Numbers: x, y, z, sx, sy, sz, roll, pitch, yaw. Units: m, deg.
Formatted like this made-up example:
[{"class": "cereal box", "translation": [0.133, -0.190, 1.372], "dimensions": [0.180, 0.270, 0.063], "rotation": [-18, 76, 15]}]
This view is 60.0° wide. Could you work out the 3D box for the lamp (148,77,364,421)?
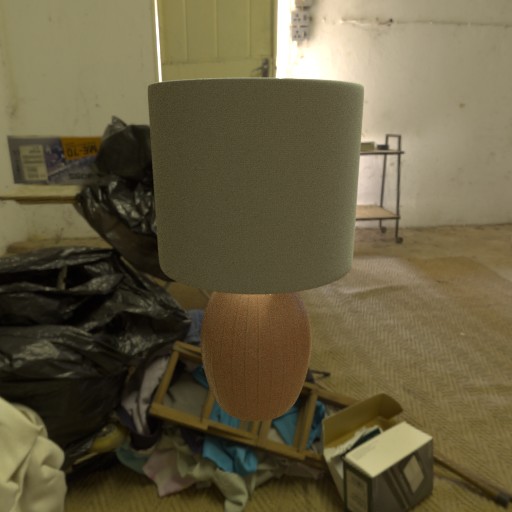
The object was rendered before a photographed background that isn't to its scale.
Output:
[{"class": "lamp", "translation": [0.000, 0.000, 0.768], "dimensions": [0.329, 0.570, 0.329], "rotation": [0, 17, 0]}]
